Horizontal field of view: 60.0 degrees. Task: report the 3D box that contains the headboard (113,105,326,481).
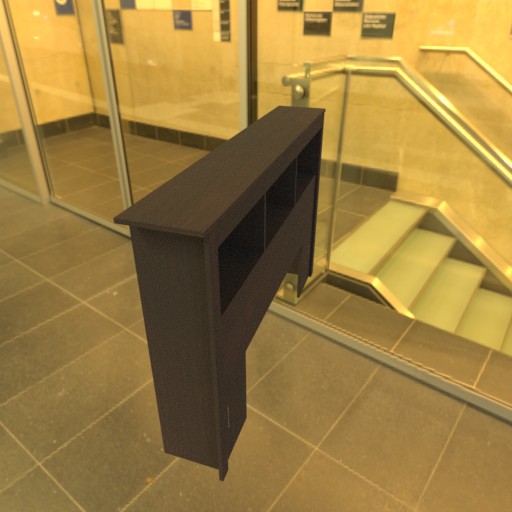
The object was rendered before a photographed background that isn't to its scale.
[{"bbox_3d":[0.000,0.000,2.156,0.279,1.092,1.671,9,31,16],"label":"headboard"}]
